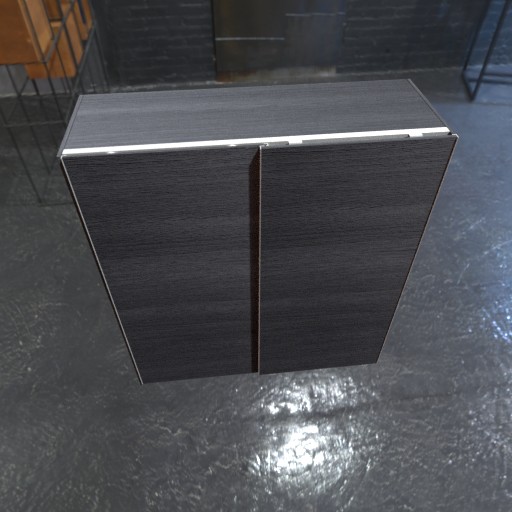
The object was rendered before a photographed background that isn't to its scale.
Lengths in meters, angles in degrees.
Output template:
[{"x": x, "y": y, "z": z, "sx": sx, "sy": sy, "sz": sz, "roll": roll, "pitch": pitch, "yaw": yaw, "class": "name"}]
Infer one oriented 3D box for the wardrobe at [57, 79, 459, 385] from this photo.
[{"x": 0.000, "y": 0.000, "z": 2.848, "sx": 1.780, "sy": 1.960, "sz": 0.629, "roll": -5, "pitch": 45, "yaw": -5, "class": "wardrobe"}]
